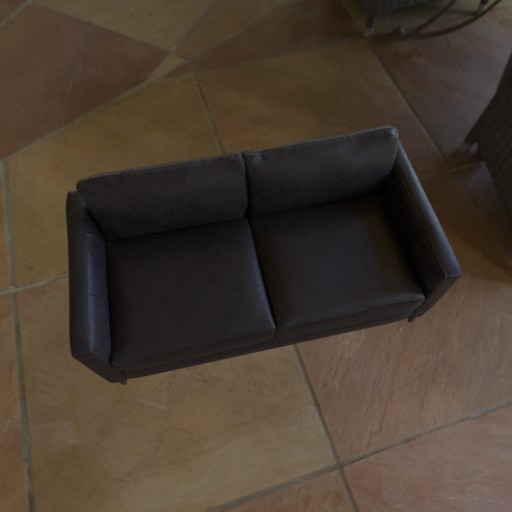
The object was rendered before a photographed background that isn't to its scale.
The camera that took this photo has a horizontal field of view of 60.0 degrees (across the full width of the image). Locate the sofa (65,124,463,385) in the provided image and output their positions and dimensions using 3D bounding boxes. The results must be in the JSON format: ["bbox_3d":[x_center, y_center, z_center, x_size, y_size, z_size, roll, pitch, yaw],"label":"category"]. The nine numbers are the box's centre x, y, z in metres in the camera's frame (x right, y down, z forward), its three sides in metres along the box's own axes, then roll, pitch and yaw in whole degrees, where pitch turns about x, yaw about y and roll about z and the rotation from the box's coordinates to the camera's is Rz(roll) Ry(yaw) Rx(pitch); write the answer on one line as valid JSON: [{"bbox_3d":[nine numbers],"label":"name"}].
[{"bbox_3d":[0.000,0.000,2.315,1.805,0.883,0.947,-13,63,-7],"label":"sofa"}]
